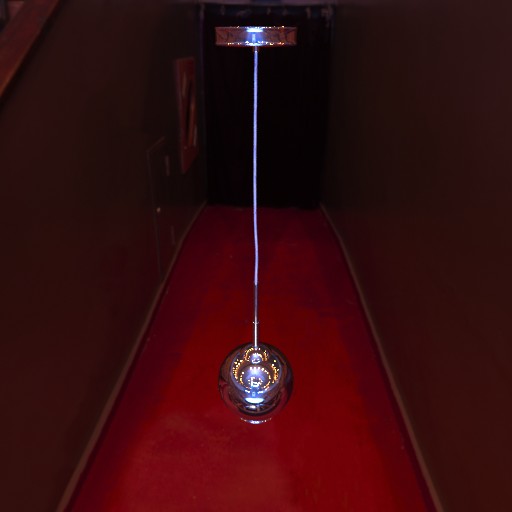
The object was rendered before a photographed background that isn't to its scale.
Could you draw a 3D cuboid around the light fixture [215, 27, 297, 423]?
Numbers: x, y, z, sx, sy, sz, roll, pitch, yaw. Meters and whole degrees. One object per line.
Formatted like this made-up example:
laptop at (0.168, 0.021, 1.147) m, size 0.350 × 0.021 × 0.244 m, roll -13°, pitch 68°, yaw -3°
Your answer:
light fixture at (0.000, 0.000, 1.678) m, size 0.336 × 1.538 × 0.336 m, roll 0°, pitch 27°, yaw 0°
